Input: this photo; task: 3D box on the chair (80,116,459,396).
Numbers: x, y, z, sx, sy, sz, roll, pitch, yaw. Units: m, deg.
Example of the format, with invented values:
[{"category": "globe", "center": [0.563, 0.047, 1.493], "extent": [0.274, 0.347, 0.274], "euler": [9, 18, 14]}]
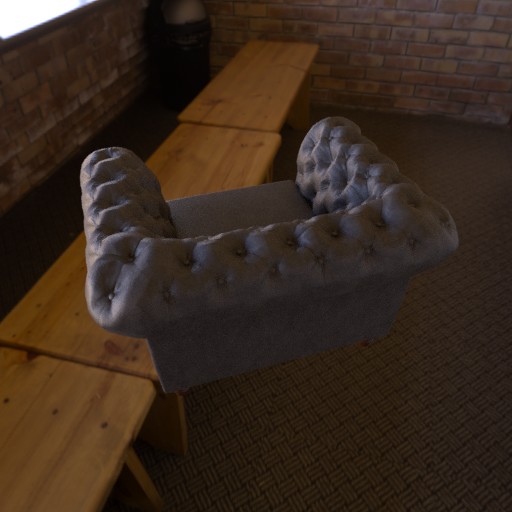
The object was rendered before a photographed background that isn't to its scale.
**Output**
[{"category": "chair", "center": [0.000, 0.000, 1.889], "extent": [1.298, 0.780, 0.943], "euler": [-12, 43, -13]}]
